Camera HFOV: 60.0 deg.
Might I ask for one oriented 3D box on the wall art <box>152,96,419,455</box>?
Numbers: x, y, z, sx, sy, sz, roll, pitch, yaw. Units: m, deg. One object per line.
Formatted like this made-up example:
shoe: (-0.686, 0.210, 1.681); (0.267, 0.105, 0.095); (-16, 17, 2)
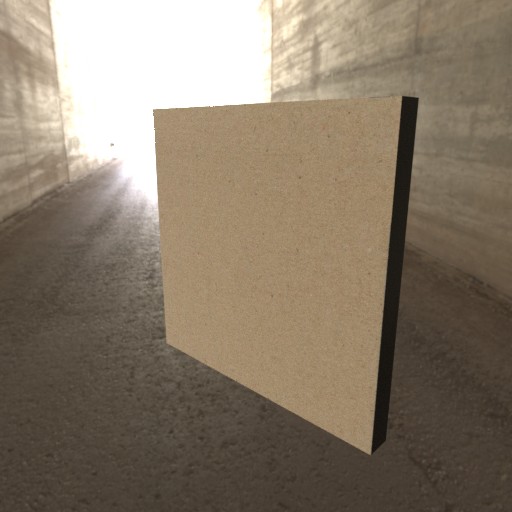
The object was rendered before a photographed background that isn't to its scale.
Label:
wall art: (0.000, 0.000, 0.491); (0.327, 0.318, 0.029); (15, 22, 42)
